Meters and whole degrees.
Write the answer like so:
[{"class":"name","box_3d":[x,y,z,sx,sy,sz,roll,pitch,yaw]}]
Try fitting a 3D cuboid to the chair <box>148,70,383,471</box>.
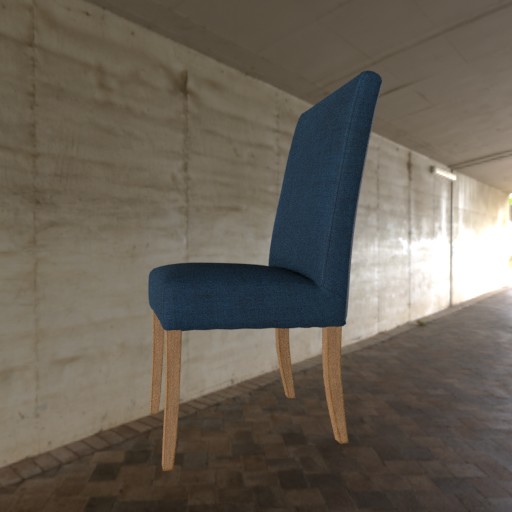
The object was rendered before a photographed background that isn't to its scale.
[{"class":"chair","box_3d":[0.000,0.000,1.345,0.610,1.029,0.450,0,2,-18]}]
